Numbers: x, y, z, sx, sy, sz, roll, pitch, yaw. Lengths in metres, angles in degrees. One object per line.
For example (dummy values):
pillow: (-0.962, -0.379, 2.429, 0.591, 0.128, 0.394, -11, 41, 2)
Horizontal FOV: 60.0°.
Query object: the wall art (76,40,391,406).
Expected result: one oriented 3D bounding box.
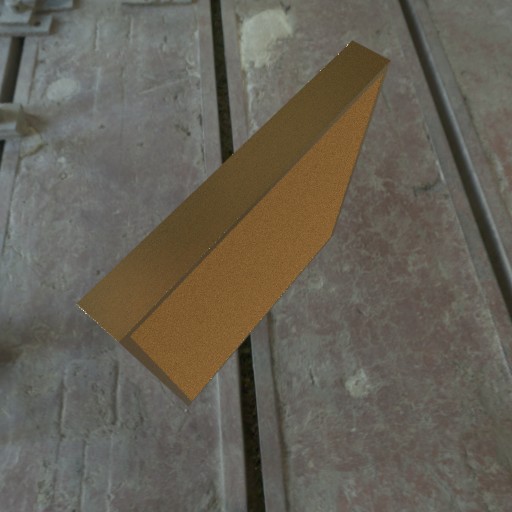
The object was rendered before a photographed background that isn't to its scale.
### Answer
wall art: (0.000, 0.000, 0.457, 0.038, 0.304, 0.304, 36, 70, 16)
